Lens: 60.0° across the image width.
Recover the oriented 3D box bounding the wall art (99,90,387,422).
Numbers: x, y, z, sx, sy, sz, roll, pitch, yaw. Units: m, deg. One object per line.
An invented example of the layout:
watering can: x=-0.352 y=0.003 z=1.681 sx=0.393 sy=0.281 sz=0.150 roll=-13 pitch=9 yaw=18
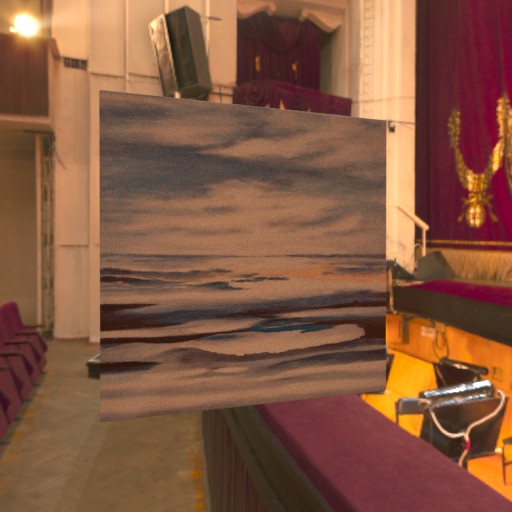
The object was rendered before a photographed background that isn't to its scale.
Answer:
wall art: x=0.000 y=0.000 z=1.124 sx=0.747 sy=0.747 sz=0.035 roll=0 pitch=0 yaw=-18
